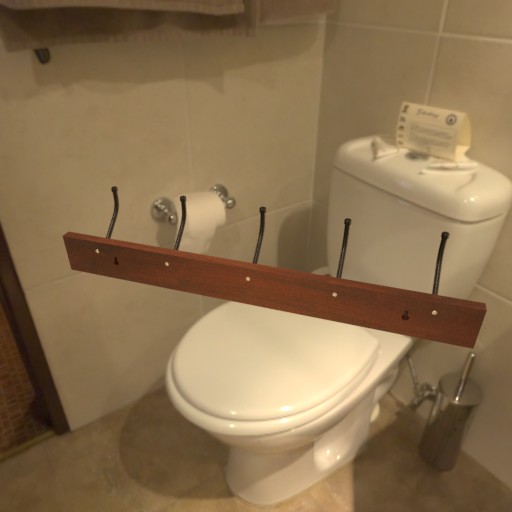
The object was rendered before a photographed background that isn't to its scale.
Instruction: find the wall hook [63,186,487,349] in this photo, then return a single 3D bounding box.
[{"bbox_3d":[0.000,0.000,0.605,0.571,0.117,0.071,9,33,15],"label":"wall hook"}]
